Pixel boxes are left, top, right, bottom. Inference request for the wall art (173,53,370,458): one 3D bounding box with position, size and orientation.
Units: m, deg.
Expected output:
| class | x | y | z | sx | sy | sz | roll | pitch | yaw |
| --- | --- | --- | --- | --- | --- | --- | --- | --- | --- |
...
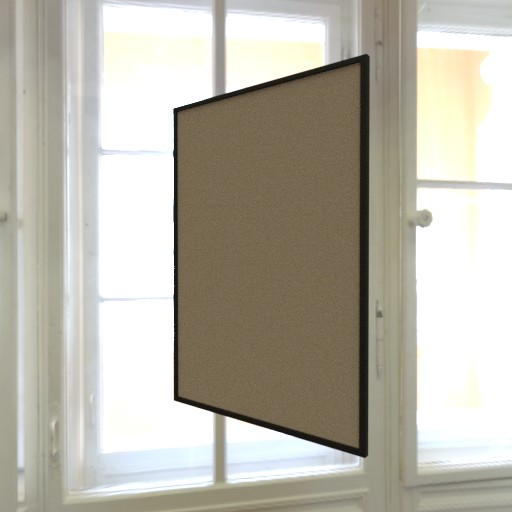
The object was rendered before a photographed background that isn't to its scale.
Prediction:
| class | x | y | z | sx | sy | sz | roll | pitch | yaw |
| --- | --- | --- | --- | --- | --- | --- | --- | --- | --- |
| wall art | 0.000 | 0.000 | 0.867 | 0.460 | 0.660 | 0.013 | 1 | 1 | 37 |
